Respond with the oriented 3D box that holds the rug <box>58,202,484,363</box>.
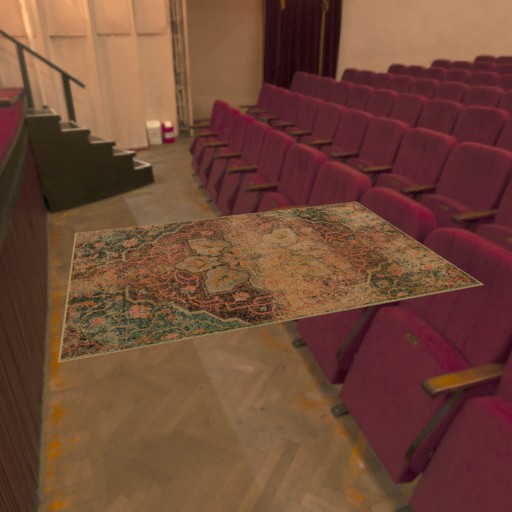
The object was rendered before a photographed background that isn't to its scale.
[{"bbox_3d":[0.000,0.000,2.950,2.363,0.004,1.566,-7,27,-15],"label":"rug"}]
